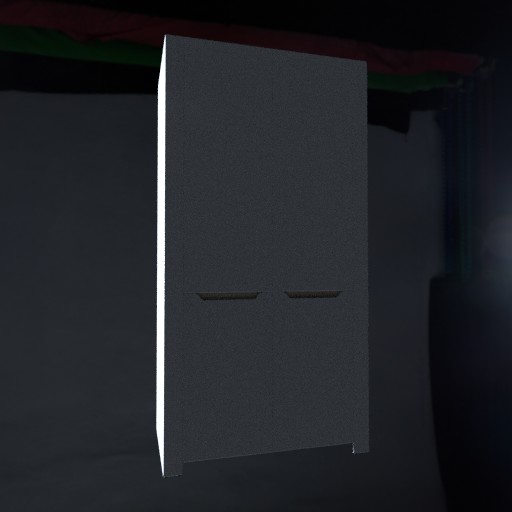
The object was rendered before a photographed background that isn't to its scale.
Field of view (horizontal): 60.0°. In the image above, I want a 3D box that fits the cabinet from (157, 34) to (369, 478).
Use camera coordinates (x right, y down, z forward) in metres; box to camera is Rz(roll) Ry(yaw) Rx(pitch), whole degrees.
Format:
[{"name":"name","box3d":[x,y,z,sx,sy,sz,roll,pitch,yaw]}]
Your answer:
[{"name":"cabinet","box3d":[0.000,0.000,2.322,0.980,1.920,0.580,0,-1,-15]}]
